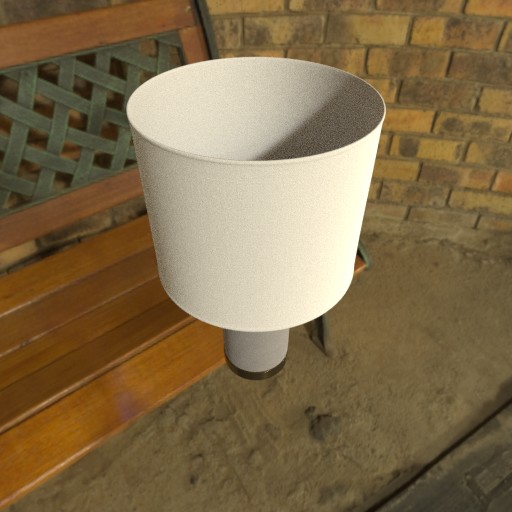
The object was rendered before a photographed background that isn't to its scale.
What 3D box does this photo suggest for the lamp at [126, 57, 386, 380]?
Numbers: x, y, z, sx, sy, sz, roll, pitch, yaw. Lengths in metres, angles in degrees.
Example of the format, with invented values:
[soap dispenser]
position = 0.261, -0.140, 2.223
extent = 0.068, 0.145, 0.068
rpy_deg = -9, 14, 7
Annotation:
[lamp]
position = 0.000, 0.000, 0.525
extent = 0.229, 0.380, 0.229
rpy_deg = 0, 41, 0
